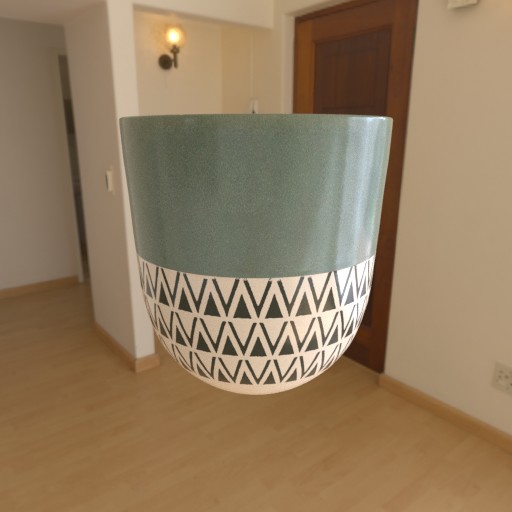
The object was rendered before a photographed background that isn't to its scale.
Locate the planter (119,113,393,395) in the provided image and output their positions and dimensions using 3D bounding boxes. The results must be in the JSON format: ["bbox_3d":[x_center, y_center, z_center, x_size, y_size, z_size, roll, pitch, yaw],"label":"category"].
[{"bbox_3d":[0.000,0.000,0.363,0.198,0.214,0.198,0,16,0],"label":"planter"}]
